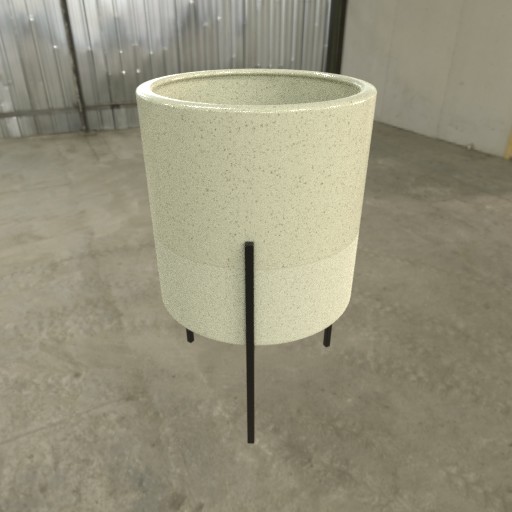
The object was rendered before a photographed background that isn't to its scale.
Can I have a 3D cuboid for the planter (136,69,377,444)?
[{"bbox_3d":[0.000,0.000,0.533,0.234,0.390,0.243,1,30,2],"label":"planter"}]
